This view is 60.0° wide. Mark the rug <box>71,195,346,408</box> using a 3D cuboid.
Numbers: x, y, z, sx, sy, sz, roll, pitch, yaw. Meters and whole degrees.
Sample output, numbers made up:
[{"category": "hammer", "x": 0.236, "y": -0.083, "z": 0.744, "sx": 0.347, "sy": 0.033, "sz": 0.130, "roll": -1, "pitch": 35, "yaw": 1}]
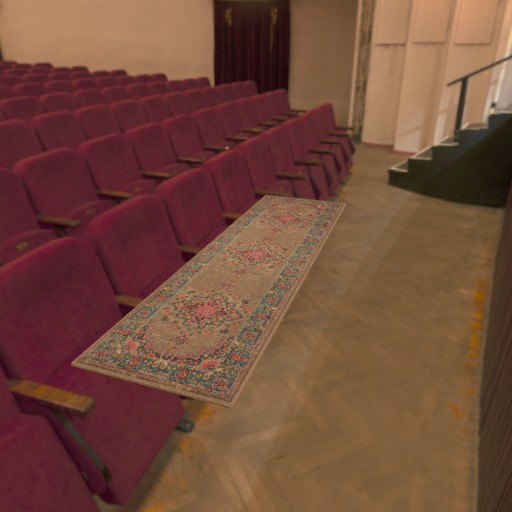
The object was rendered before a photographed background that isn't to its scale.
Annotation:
[{"category": "rug", "x": 0.000, "y": 0.000, "z": 2.542, "sx": 0.659, "sy": 0.019, "sz": 2.297, "roll": 9, "pitch": 26, "yaw": 18}]
